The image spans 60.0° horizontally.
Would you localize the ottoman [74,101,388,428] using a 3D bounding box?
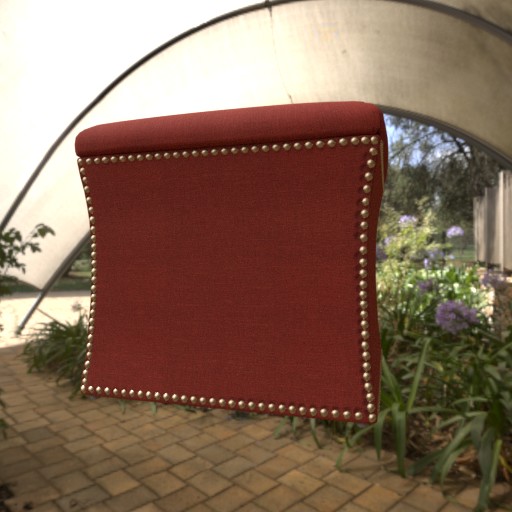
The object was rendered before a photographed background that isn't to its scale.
[{"bbox_3d":[0.000,0.000,0.886,0.507,0.475,0.497,0,0,16],"label":"ottoman"}]
